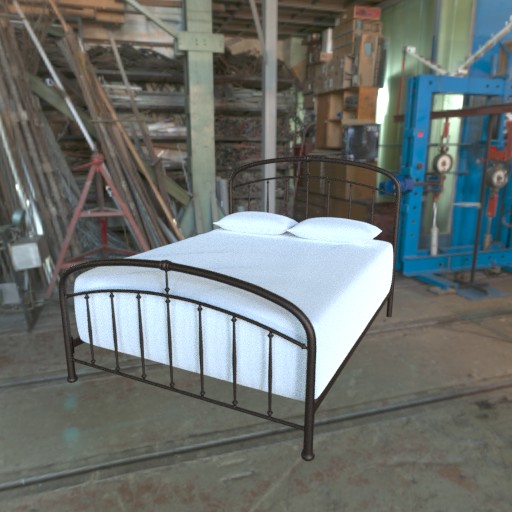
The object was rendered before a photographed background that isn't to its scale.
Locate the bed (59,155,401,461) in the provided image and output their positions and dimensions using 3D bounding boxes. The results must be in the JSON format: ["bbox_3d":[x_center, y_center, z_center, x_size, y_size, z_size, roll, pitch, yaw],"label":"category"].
[{"bbox_3d":[0.000,0.000,3.306,1.711,1.425,2.180,7,16,26],"label":"bed"}]
